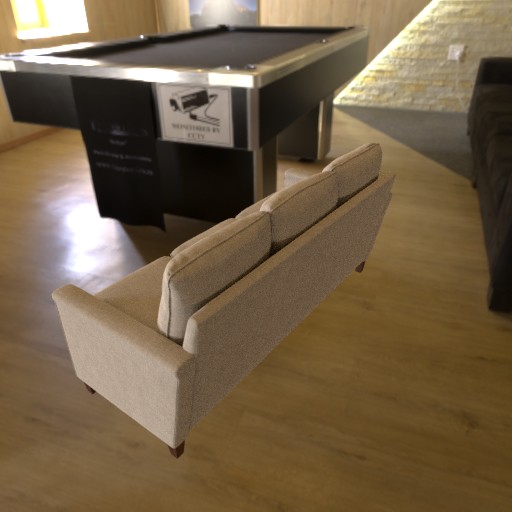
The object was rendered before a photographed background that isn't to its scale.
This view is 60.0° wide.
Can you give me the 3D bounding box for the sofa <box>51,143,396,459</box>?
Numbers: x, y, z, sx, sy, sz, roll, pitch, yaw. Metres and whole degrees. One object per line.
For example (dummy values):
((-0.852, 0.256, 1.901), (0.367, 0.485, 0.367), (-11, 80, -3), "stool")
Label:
((0.000, 0.000, 2.434), (0.828, 0.959, 1.925), (21, 37, 31), "sofa")
